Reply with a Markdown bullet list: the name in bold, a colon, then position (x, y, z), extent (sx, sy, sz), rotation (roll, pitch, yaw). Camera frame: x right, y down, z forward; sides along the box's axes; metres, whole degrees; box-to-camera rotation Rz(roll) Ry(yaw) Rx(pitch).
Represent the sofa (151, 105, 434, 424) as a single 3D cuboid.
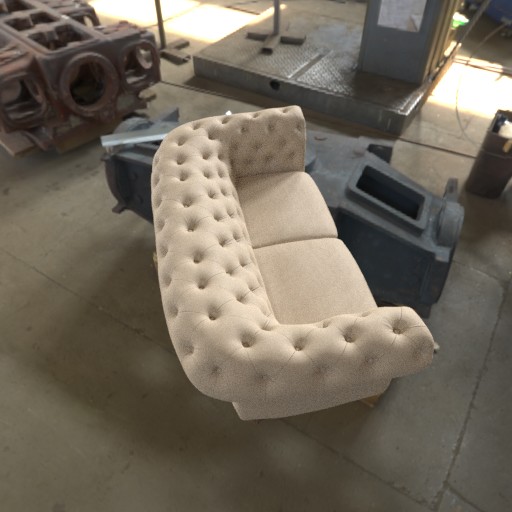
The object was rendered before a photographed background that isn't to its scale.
- **sofa**: position (0.000, 0.000, 2.555), extent (1.069, 0.835, 1.988), rotation (-9, 47, -8)
